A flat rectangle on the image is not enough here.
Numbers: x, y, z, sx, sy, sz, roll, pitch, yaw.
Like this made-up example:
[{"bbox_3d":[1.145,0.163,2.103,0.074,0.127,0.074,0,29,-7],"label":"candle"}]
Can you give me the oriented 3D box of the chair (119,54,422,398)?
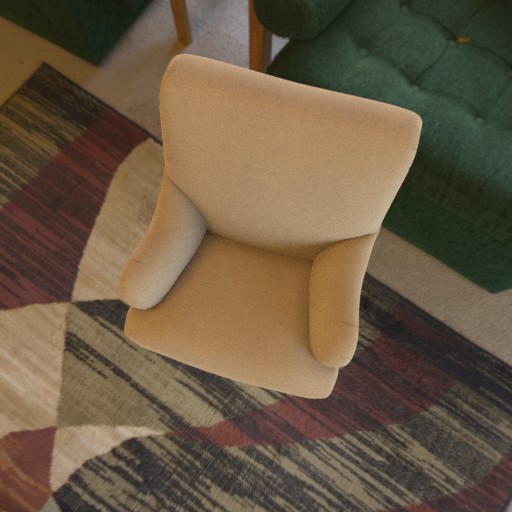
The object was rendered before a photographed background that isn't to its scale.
[{"bbox_3d":[0.000,0.000,1.542,0.766,0.942,0.842,16,75,4],"label":"chair"}]
